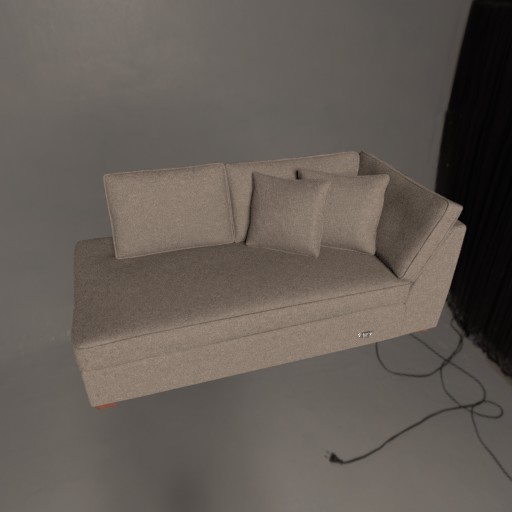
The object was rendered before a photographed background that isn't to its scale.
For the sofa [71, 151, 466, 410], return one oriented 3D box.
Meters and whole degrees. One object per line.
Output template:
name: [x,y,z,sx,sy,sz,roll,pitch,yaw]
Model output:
sofa: [0.000,0.000,2.839,2.237,1.033,1.110,-9,34,-14]
